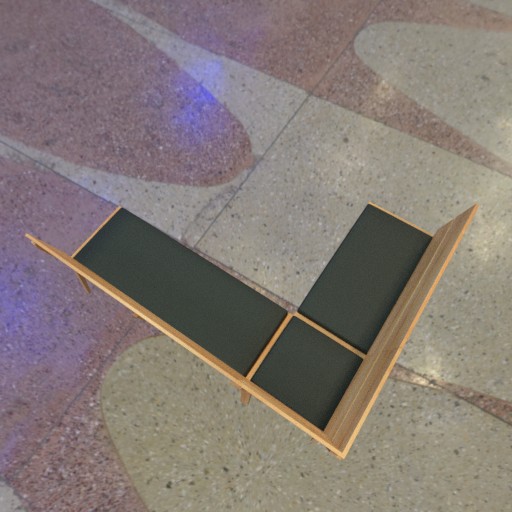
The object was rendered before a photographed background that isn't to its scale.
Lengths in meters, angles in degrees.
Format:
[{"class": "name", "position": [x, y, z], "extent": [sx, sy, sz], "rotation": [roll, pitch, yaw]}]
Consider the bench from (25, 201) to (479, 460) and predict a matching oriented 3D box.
[{"class": "bench", "position": [0.000, 0.000, 2.810], "extent": [1.948, 0.890, 1.548], "rotation": [31, 68, 14]}]
